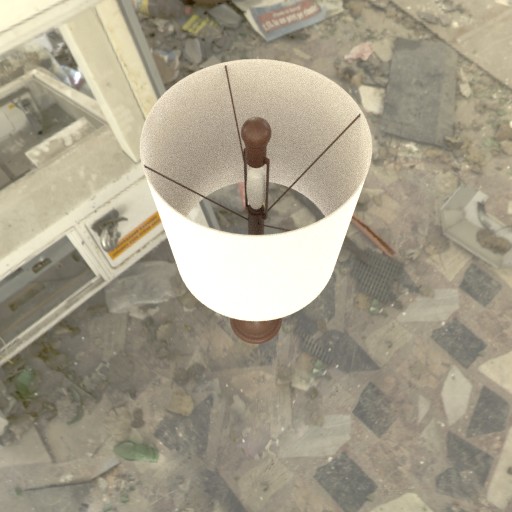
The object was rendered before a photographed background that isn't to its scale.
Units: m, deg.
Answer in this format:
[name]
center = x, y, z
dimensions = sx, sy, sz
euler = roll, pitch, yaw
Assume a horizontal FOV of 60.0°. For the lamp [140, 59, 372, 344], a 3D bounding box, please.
[lamp]
center = 0.000, 0.000, 0.724
dimensions = 0.250, 0.597, 0.250
euler = -16, 63, -8
